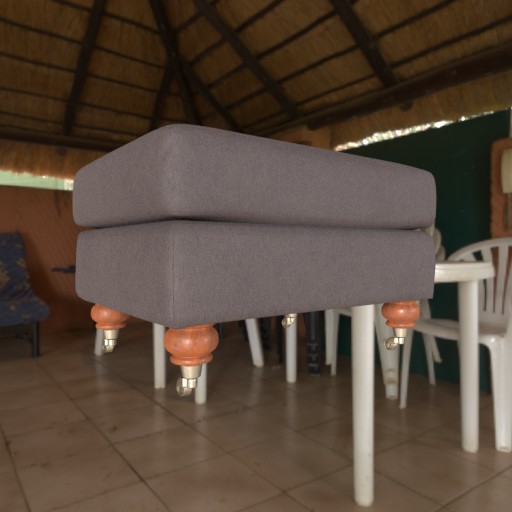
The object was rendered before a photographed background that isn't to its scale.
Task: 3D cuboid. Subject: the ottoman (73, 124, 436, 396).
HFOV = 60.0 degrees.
[{"bbox_3d":[0.000,0.000,1.125,0.773,0.497,0.574,-1,1,-37],"label":"ottoman"}]
